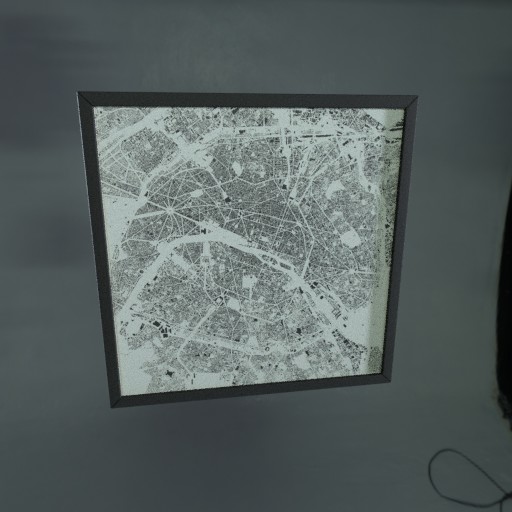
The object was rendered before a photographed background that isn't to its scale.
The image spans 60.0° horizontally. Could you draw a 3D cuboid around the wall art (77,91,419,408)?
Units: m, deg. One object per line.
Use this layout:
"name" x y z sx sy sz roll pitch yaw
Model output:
"wall art" 0.000 0.000 0.739 0.508 0.508 0.037 -3 16 -9
